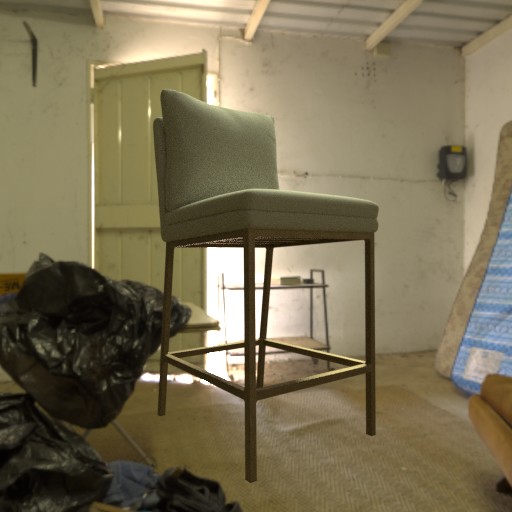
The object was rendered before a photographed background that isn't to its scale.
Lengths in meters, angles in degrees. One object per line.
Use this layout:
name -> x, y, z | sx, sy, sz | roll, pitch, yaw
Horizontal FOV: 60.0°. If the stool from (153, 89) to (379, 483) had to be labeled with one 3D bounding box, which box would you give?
stool -> 0.000, 0.000, 1.350 | 0.463, 1.032, 0.572 | 0, 0, -37
